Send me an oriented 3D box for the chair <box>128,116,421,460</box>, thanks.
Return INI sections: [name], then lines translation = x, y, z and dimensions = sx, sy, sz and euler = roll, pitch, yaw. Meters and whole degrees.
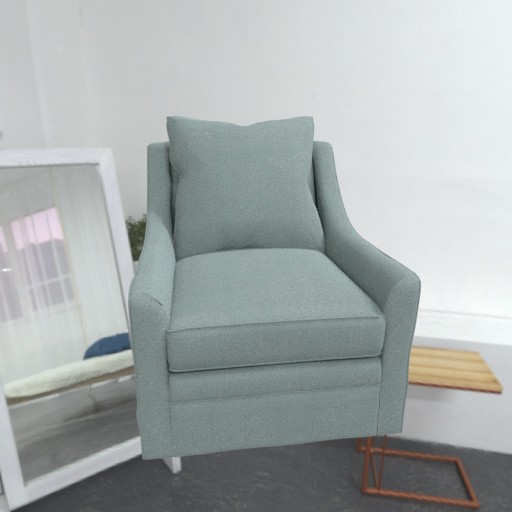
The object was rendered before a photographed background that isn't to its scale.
[chair]
translation = 0.000, 0.000, 1.530
dimensions = 0.760, 0.926, 0.870
euler = -3, 17, -8
